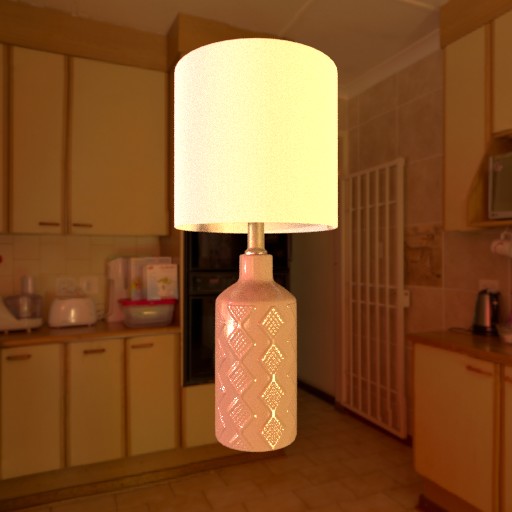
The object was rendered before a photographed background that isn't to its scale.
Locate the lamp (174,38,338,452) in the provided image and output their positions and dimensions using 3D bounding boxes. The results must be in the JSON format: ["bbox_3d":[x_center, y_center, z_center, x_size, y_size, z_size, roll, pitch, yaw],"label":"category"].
[{"bbox_3d":[0.000,0.000,0.571,0.207,0.461,0.207,0,0,36],"label":"lamp"}]
